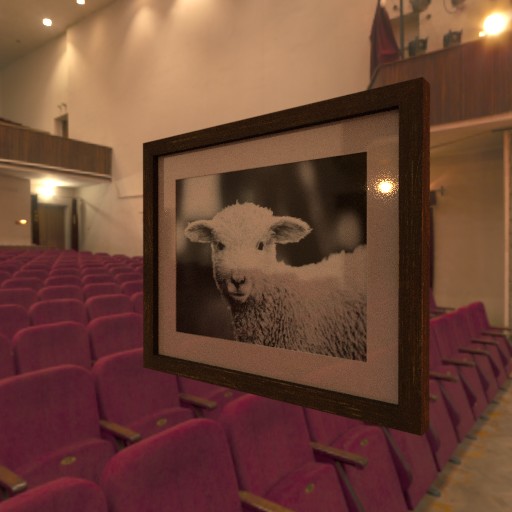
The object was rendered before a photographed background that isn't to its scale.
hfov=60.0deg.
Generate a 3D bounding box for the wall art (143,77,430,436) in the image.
[{"bbox_3d":[0.000,0.000,0.747,0.558,0.457,0.032,0,1,38],"label":"wall art"}]
